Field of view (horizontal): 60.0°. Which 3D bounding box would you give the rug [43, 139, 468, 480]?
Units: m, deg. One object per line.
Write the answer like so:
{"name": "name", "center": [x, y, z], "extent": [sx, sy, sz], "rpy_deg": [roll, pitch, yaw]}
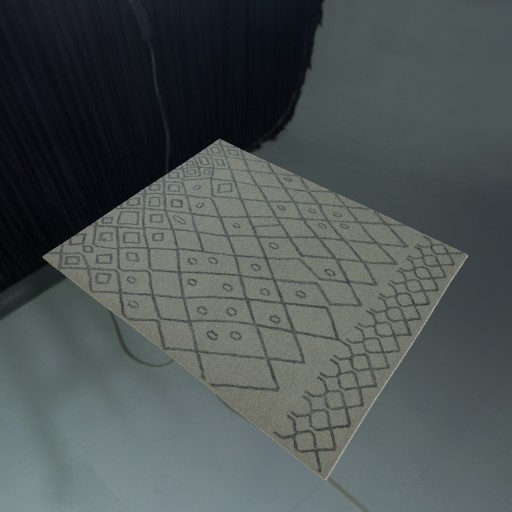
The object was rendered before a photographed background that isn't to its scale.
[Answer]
{"name": "rug", "center": [0.000, 0.000, 4.056], "extent": [3.046, 0.015, 2.446], "rpy_deg": [30, 54, 25]}
